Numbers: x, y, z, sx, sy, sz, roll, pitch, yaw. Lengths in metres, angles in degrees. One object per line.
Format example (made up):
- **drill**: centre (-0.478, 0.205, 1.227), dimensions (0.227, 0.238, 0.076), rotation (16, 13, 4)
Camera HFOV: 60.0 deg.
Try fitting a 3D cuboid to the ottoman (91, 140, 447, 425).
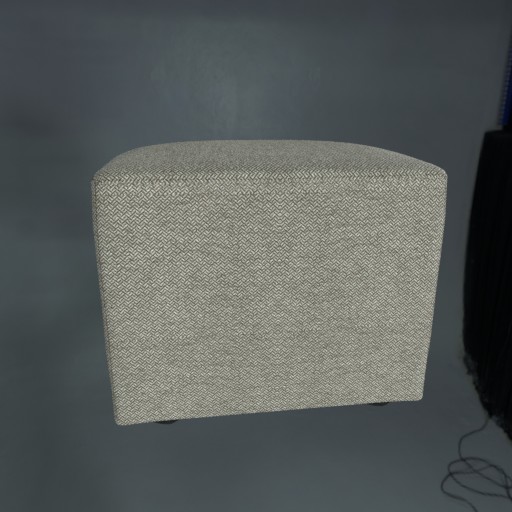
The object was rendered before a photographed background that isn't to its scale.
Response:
- **ottoman**: centre (0.000, 0.000, 0.900), dimensions (0.519, 0.453, 0.512), rotation (-2, 18, -7)
